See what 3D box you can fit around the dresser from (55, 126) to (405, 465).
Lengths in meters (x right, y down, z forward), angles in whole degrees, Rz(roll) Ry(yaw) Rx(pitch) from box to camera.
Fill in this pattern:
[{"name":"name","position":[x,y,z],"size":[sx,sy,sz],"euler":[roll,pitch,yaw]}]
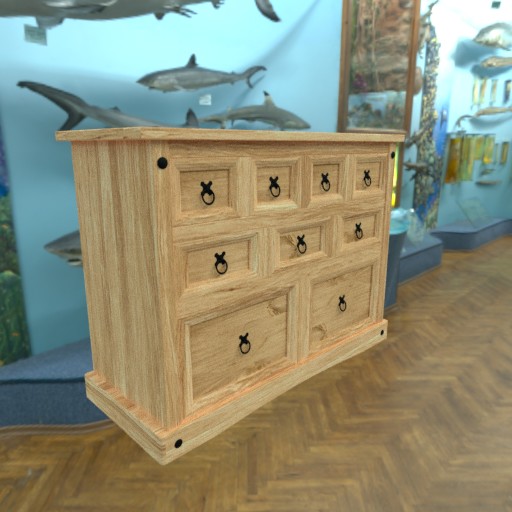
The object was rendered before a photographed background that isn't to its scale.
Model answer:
[{"name":"dresser","position":[0.000,0.000,1.377],"size":[0.990,0.740,0.410],"euler":[-13,19,-43]}]
